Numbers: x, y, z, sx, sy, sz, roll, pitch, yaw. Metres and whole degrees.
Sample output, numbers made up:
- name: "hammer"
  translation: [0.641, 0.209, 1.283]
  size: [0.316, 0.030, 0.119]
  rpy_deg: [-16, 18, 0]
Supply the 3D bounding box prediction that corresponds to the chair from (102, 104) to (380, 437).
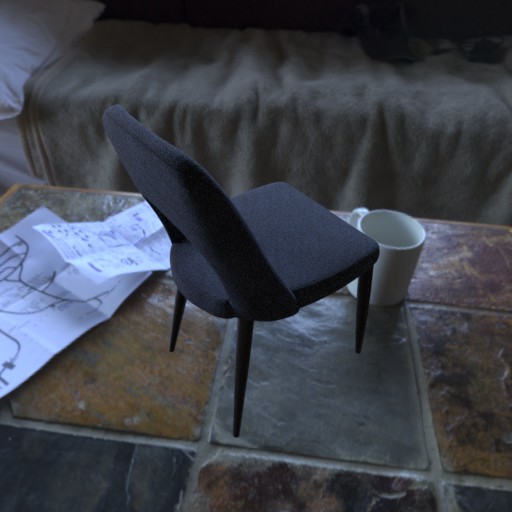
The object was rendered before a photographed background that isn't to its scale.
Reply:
- name: "chair"
  translation: [0.000, 0.000, 1.256]
  size: [0.612, 0.931, 0.470]
  rpy_deg: [-26, 47, -27]
